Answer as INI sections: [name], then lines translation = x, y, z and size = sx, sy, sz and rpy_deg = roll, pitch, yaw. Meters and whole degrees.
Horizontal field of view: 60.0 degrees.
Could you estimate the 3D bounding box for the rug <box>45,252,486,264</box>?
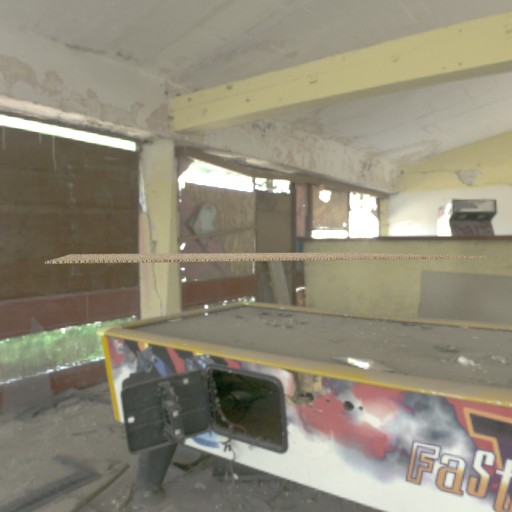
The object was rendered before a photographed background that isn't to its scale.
[rug]
translation = 0.000, 0.000, 3.016
size = 2.439, 0.011, 1.533
rpy_deg = 0, 2, -19
